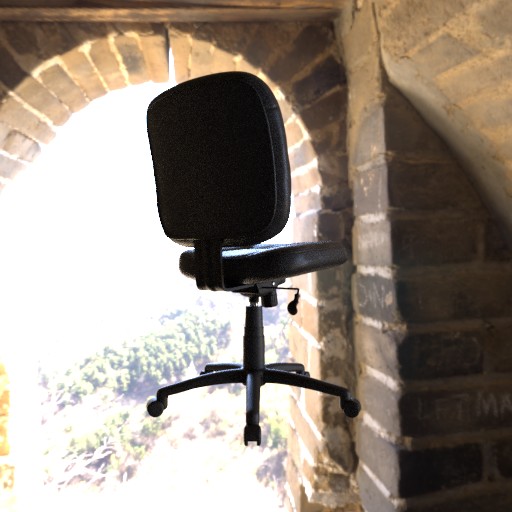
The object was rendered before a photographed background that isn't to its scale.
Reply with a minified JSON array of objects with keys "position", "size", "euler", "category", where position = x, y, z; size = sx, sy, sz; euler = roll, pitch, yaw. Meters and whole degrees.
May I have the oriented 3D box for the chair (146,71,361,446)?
[{"position":[0.000,0.000,1.439],"size":[0.647,0.959,0.646],"euler":[-1,-1,36],"category":"chair"}]
